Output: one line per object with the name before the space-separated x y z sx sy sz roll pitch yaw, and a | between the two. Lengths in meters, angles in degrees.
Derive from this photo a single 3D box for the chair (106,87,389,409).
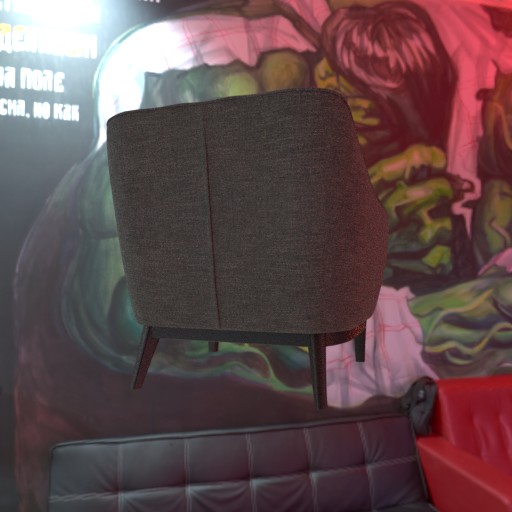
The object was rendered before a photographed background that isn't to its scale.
chair | 0.000 0.000 1.566 0.870 0.829 0.851 -1 -2 19
